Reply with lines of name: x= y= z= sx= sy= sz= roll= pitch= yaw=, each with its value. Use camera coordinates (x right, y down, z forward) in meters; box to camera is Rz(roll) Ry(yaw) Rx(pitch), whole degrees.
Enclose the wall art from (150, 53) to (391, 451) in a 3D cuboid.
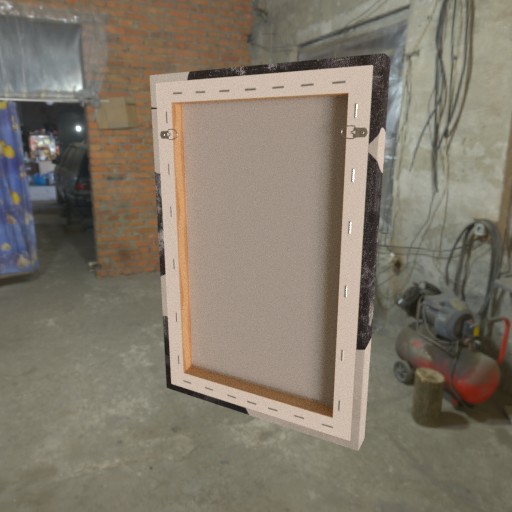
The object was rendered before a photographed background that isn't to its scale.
wall art: x=0.000 y=0.000 z=0.770 sx=0.407 sy=0.610 sz=0.039 roll=8 pitch=16 yaw=28
